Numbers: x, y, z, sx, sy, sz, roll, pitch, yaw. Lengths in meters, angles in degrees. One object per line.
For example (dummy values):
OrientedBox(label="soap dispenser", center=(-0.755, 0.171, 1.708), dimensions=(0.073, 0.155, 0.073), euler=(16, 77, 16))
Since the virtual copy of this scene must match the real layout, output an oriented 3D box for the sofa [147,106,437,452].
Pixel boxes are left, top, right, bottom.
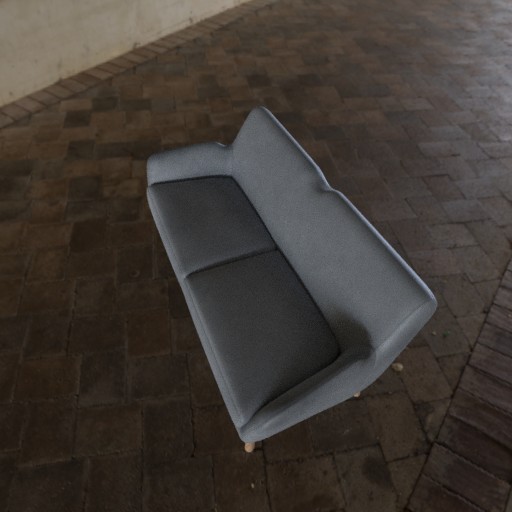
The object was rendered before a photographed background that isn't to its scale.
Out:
OrientedBox(label="sofa", center=(0.000, 0.000, 2.378), dimensions=(0.850, 0.810, 1.870), euler=(-16, 48, -16))
